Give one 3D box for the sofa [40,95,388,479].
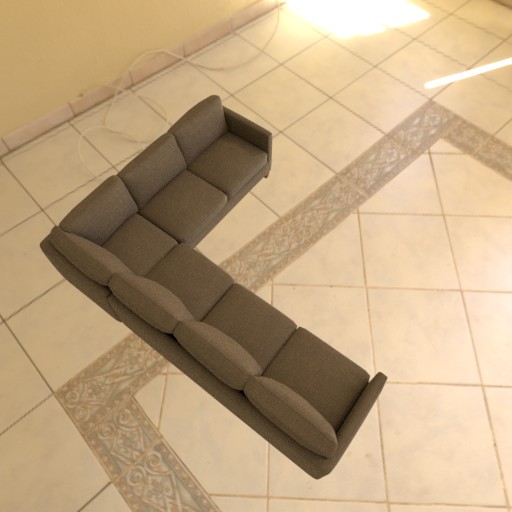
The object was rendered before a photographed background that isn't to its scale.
[{"bbox_3d":[0.000,0.000,4.422,3.302,0.947,2.593,33,65,18],"label":"sofa"}]
